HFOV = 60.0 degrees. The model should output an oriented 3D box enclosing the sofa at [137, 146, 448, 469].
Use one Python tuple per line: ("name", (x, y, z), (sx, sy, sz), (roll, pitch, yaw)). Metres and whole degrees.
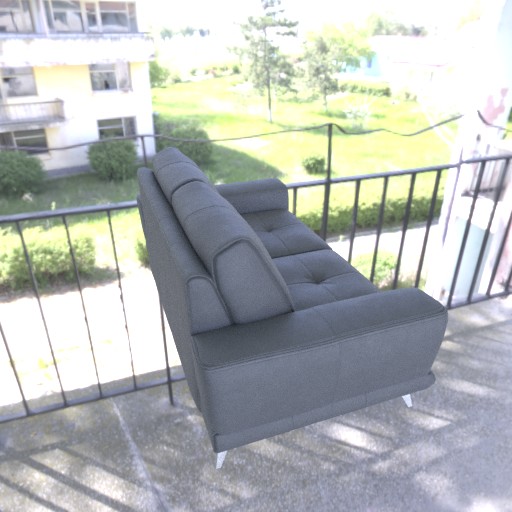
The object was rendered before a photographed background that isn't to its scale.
("sofa", (0.000, 0.000, 2.345), (1.018, 0.907, 1.806), (-10, 30, -18))
